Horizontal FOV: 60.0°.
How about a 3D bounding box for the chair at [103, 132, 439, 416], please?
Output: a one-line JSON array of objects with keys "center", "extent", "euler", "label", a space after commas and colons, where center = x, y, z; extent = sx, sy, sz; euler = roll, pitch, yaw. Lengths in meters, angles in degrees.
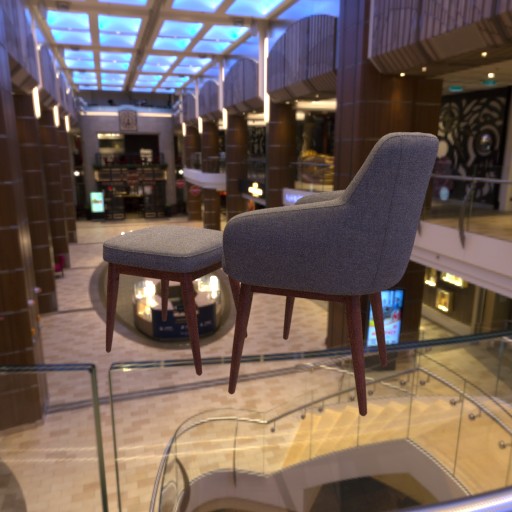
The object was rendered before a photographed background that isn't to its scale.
[{"center": [0.000, 0.000, 1.531], "extent": [1.107, 0.799, 0.584], "euler": [6, 15, 25], "label": "chair"}]
